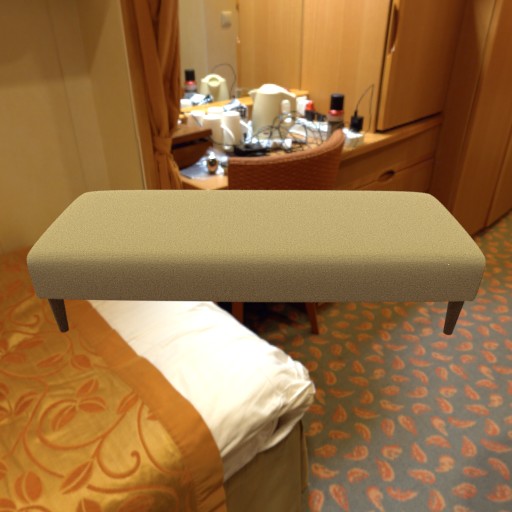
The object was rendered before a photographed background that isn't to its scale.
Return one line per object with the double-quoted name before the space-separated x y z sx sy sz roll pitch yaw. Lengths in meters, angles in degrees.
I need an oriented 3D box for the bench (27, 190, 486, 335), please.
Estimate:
"bench" 0.000 0.000 1.870 1.609 0.393 0.646 0 30 1
